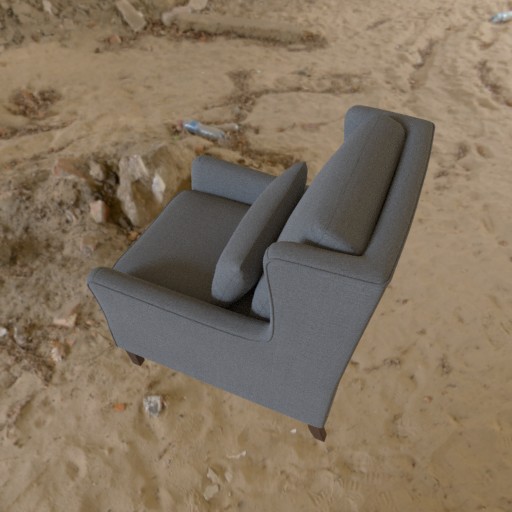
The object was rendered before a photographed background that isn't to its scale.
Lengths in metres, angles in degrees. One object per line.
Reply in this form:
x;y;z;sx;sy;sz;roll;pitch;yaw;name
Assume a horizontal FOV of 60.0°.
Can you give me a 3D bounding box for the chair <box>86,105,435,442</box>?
0.000;0.000;1.771;1.040;1.056;0.866;17;48;16;chair
